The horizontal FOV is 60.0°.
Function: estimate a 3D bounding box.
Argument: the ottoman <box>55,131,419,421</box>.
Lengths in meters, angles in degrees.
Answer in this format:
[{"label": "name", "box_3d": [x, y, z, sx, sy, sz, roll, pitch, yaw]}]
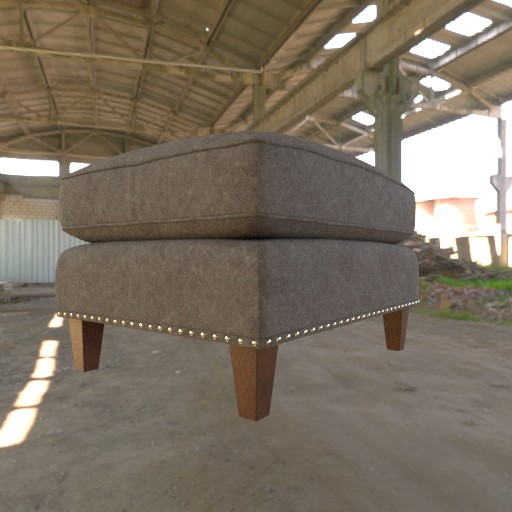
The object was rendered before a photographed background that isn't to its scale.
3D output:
[{"label": "ottoman", "box_3d": [0.000, 0.000, 1.108, 0.584, 0.513, 0.741, 0, 0, 37]}]
